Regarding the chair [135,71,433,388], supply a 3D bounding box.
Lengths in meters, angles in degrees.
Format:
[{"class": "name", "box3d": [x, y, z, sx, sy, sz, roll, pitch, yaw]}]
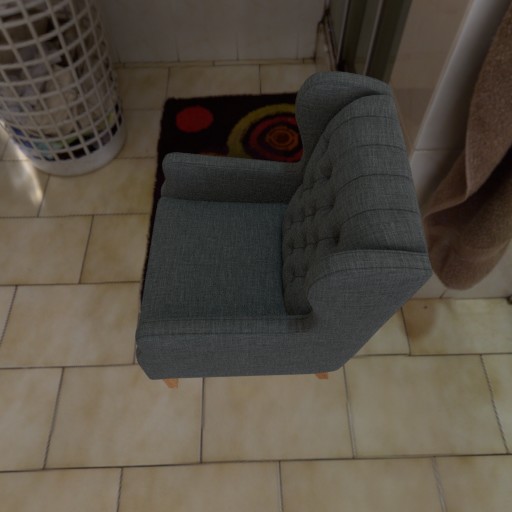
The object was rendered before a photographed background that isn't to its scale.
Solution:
[{"class": "chair", "box3d": [0.000, 0.000, 1.477, 0.775, 0.953, 0.711, 1, 59, 0]}]
